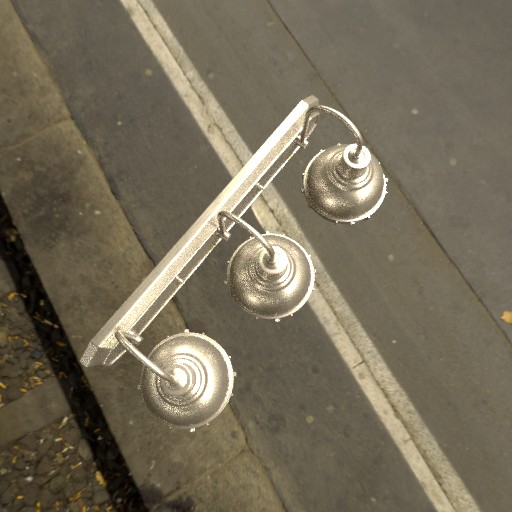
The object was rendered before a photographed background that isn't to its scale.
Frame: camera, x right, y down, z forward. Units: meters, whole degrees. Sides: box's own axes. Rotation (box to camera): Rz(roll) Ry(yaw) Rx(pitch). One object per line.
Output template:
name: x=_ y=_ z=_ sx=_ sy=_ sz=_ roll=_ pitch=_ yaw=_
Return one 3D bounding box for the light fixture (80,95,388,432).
light fixture: x=0.000 y=0.000 z=0.766 sx=0.229 sy=0.254 sz=0.634 roll=37 pitch=78 yaw=9
